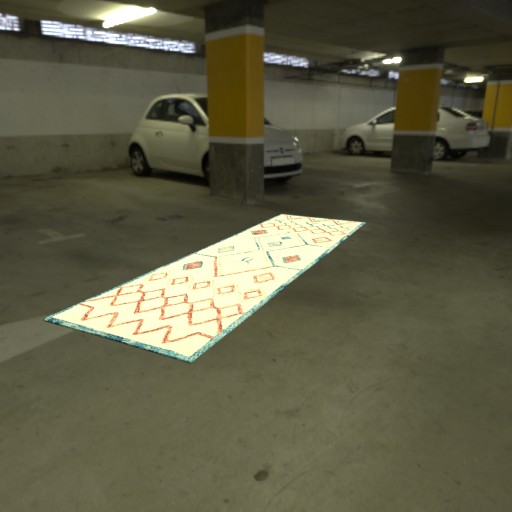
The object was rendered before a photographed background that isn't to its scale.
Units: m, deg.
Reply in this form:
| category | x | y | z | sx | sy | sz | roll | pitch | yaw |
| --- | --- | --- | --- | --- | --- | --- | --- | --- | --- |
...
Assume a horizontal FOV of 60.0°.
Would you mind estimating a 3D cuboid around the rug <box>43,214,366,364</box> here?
| category | x | y | z | sx | sy | sz | roll | pitch | yaw |
| --- | --- | --- | --- | --- | --- | --- | --- | --- | --- |
| rug | 0.000 | 0.000 | 2.718 | 0.750 | 0.011 | 2.435 | 9 | 19 | 26 |
